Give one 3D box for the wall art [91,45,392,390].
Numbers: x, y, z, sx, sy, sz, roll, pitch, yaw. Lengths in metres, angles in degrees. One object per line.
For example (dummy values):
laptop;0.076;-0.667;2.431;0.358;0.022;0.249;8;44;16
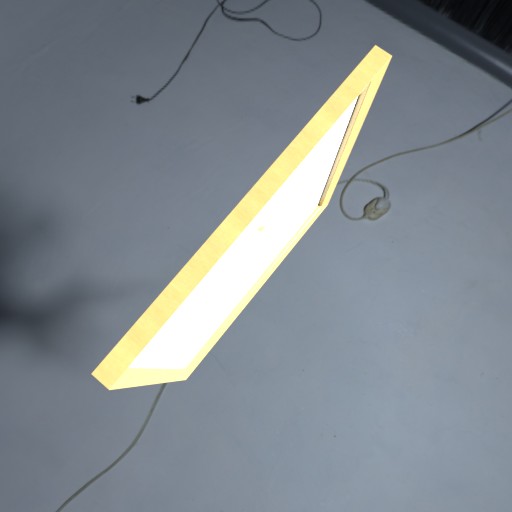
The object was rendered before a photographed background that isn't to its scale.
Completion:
wall art;0.000;0.000;2.847;0.097;1.936;1.935;38;79;9
